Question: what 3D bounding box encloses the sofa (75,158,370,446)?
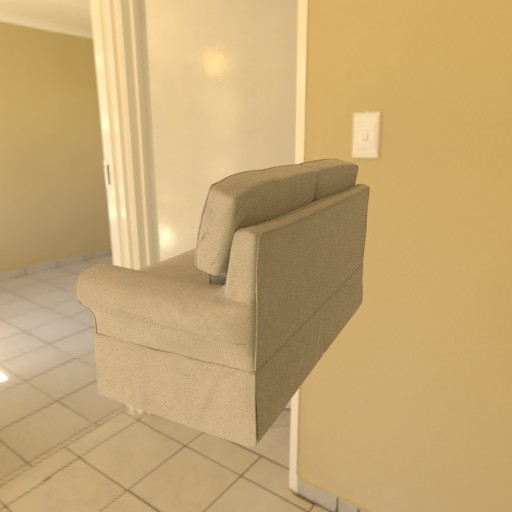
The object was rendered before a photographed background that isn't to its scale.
[{"bbox_3d":[0.000,0.000,2.452,0.841,1.024,1.823,8,17,26],"label":"sofa"}]
